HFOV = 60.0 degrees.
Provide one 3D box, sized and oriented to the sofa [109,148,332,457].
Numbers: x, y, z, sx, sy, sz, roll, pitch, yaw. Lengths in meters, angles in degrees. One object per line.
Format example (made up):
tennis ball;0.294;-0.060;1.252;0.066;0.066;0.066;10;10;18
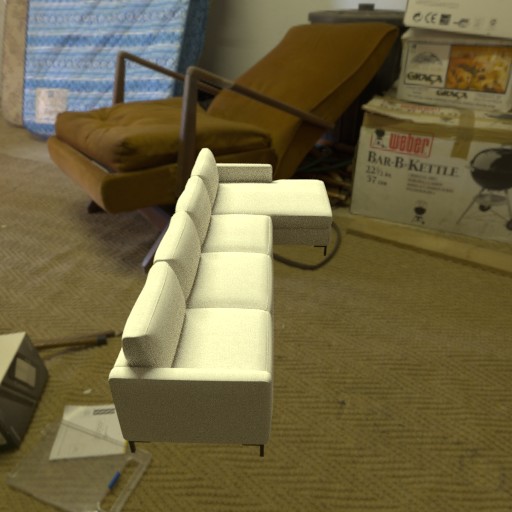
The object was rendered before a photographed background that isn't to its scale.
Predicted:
sofa;0.000;0.000;2.861;1.126;0.677;2.445;1;32;2
